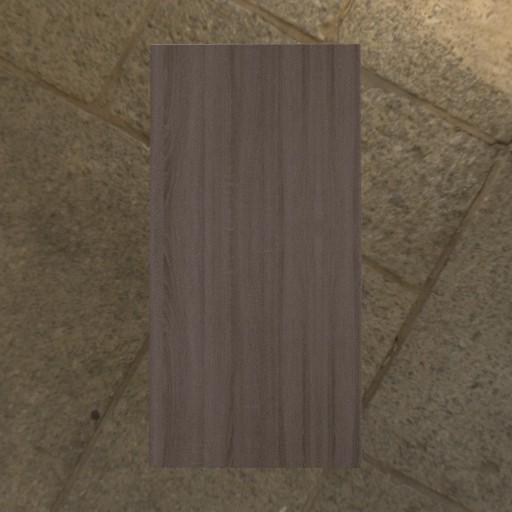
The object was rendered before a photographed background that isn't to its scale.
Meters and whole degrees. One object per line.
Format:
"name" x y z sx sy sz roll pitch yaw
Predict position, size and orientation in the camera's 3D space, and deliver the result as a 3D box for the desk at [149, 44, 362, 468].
"desk" 0.000 0.000 1.815 0.690 0.745 1.380 0 89 0
